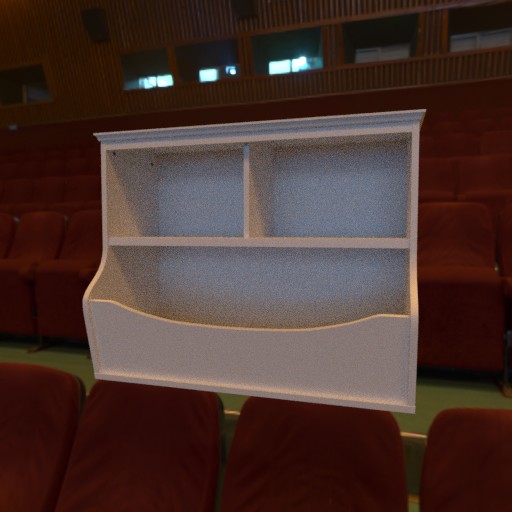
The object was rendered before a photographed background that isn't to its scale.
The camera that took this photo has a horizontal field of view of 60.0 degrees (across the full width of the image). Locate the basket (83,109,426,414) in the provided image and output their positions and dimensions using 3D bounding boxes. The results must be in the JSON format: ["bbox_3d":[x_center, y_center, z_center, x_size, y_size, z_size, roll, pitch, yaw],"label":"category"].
[{"bbox_3d":[0.000,0.000,1.146,0.792,0.625,0.376,1,3,16],"label":"basket"}]
